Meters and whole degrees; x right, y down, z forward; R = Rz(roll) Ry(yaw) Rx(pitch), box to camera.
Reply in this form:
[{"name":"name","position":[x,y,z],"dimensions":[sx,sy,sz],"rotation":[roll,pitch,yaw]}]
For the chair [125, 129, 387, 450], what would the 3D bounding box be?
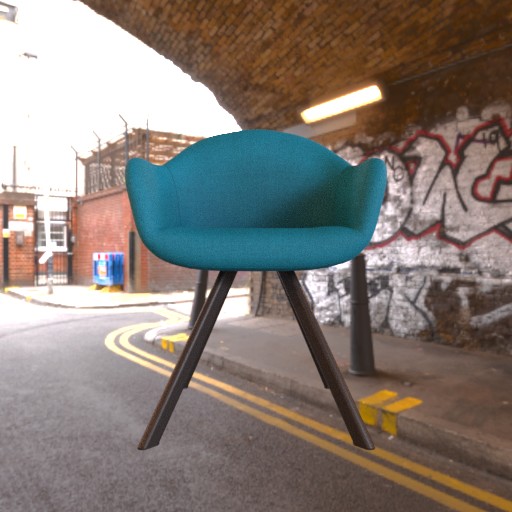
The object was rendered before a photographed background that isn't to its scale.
[{"name":"chair","position":[0.000,0.000,1.182],"dimensions":[0.590,0.795,0.550],"rotation":[0,0,0]}]
